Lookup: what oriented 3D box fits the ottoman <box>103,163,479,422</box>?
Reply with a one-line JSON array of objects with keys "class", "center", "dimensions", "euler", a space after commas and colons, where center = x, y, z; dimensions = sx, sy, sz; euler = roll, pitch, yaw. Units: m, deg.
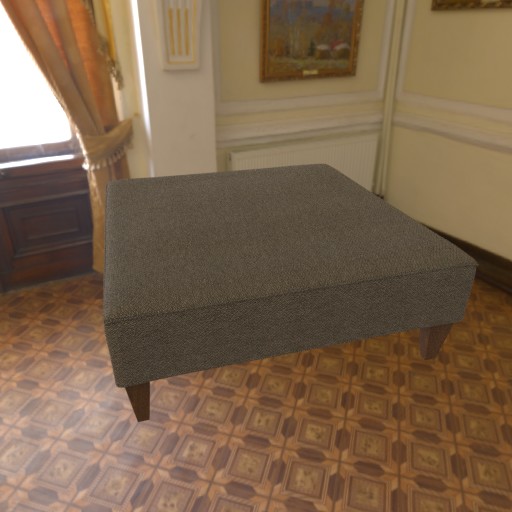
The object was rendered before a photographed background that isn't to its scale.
[{"class": "ottoman", "center": [0.000, 0.000, 1.537], "dimensions": [0.970, 0.378, 0.981], "euler": [-8, 29, -14]}]
